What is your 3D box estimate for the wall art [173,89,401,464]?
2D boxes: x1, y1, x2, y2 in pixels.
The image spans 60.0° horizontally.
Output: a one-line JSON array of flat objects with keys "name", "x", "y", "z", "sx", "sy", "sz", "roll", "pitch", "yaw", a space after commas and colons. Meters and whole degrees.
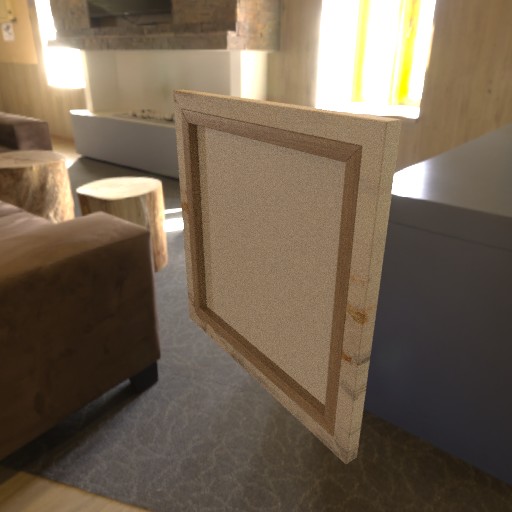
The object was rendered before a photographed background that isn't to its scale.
[{"name": "wall art", "x": 0.000, "y": 0.000, "z": 1.138, "sx": 0.038, "sy": 0.755, "sz": 0.753, "roll": -17, "pitch": 30, "yaw": -32}]
